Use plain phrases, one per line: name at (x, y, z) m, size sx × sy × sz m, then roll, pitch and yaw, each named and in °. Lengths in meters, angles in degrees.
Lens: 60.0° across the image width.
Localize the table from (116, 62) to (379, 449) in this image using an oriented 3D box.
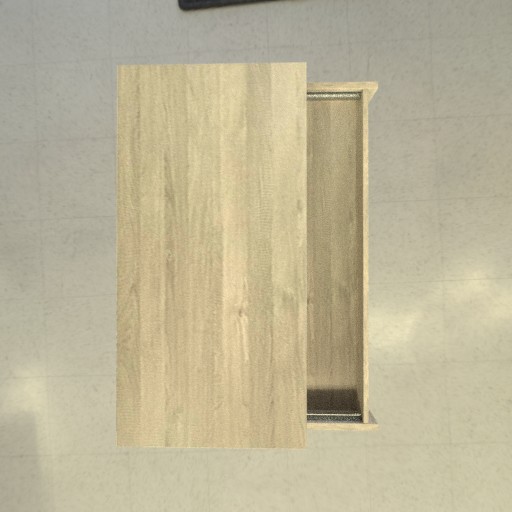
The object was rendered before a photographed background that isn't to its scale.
table at (0.000, 0.000, 1.433) m, size 0.712 × 0.570 × 1.000 m, roll 0°, pitch 90°, yaw 2°
